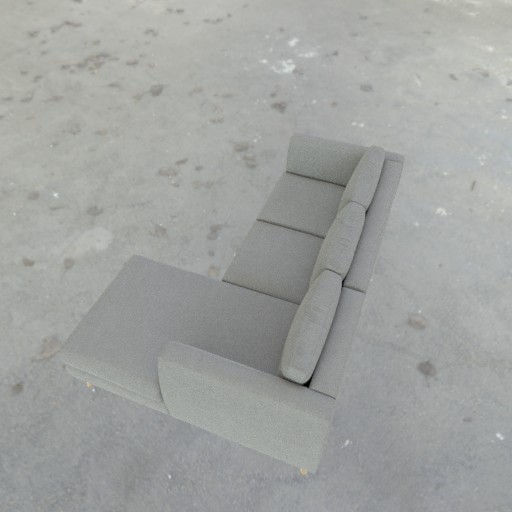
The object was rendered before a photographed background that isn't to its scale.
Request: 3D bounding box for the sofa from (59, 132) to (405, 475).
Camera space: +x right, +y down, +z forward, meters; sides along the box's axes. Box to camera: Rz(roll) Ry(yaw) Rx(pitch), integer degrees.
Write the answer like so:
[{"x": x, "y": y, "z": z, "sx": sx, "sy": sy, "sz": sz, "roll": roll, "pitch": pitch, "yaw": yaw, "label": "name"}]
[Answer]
[{"x": 0.000, "y": 0.000, "z": 3.070, "sx": 1.580, "sy": 0.860, "sz": 2.300, "roll": 16, "pitch": 50, "yaw": 14, "label": "sofa"}]
